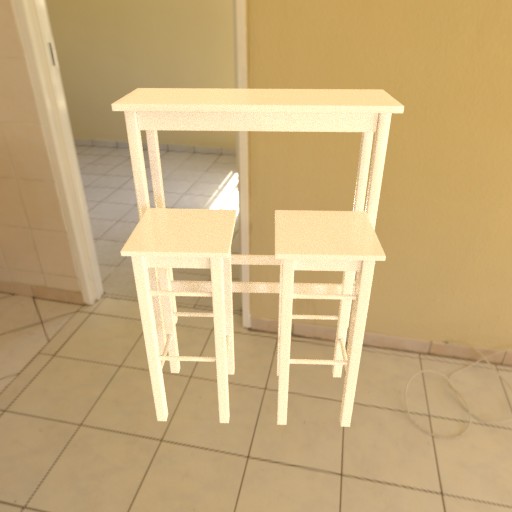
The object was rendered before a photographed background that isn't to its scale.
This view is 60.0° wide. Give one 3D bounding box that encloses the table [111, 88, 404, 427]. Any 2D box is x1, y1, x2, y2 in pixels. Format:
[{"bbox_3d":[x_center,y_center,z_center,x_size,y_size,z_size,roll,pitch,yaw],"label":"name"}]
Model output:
[{"bbox_3d":[0.000,0.000,1.631,0.915,1.065,0.650,1,30,2],"label":"table"}]
